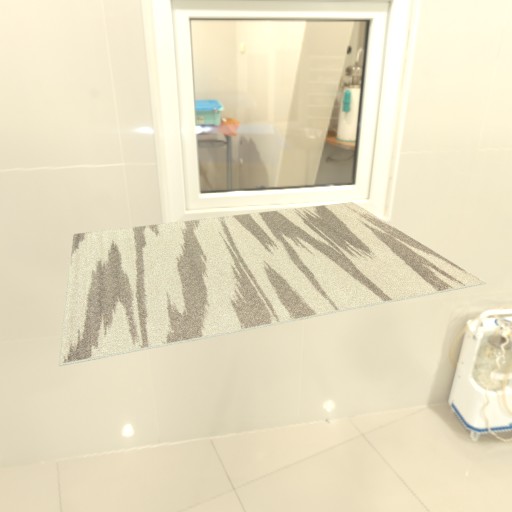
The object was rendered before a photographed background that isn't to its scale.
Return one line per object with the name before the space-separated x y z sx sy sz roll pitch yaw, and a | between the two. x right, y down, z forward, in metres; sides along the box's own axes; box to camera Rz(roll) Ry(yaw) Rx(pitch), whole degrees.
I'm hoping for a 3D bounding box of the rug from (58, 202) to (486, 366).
rug | 0.000 0.000 2.291 1.827 0.008 1.225 -8 27 -17
